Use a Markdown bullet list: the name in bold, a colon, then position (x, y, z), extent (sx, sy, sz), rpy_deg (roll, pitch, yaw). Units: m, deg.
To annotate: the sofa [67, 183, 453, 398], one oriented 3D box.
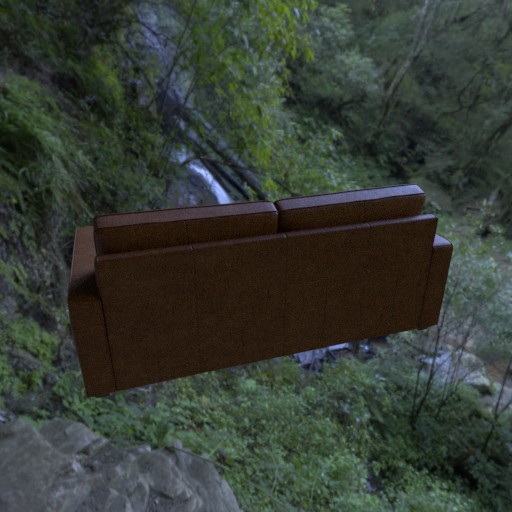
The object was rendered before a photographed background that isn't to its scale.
- **sofa**: position (0.000, 0.000, 2.752), extent (2.156, 0.928, 0.991), rpy_deg (-8, 26, -16)
